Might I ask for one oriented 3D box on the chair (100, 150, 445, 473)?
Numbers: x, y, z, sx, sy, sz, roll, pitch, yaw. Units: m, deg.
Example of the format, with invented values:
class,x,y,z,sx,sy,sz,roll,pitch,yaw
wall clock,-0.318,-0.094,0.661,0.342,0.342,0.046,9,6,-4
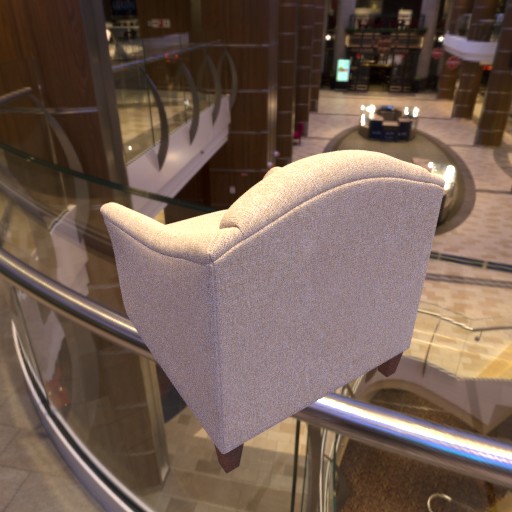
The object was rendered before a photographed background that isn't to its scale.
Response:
class,x,y,z,sx,sy,sz,roll,pitch,yaw
chair,0.000,0.000,1.459,0.763,0.839,0.787,-18,34,-30
